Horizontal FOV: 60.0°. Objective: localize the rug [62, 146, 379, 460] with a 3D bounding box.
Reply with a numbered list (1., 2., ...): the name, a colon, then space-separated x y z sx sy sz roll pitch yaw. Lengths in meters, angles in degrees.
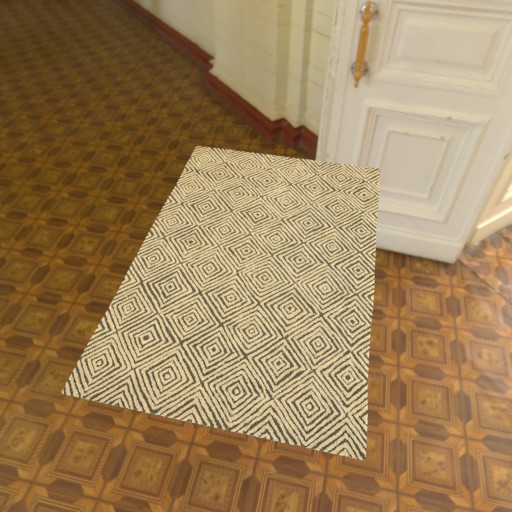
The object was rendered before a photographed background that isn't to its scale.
1. rug: 0.000 0.000 2.221 1.177 0.004 1.750 9 48 8
